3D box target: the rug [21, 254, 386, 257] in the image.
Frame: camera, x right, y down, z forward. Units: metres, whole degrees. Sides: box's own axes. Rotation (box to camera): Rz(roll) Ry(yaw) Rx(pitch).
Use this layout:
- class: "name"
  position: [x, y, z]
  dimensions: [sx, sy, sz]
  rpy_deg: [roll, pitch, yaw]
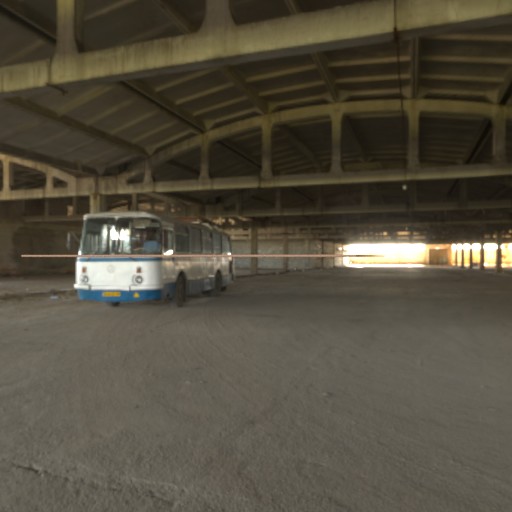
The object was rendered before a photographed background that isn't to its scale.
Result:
- class: "rug"
  position: [0.000, 0.000, 2.306]
  dimensions: [1.219, 0.008, 1.829]
  rpy_deg: [0, 0, 19]
